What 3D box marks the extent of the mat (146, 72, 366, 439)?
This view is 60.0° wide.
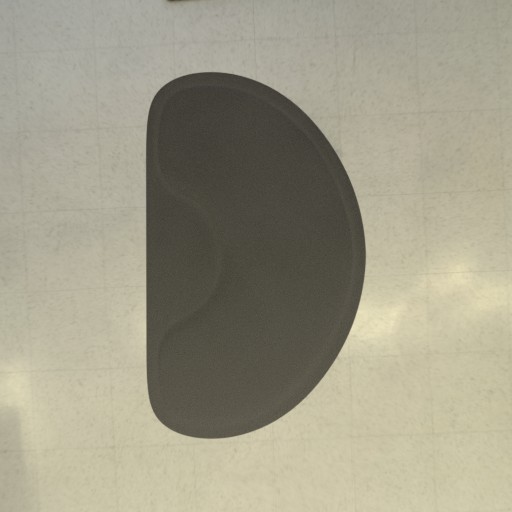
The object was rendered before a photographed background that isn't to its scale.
[{"bbox_3d":[0.000,0.000,1.842,0.913,0.013,1.524,0,90,0],"label":"mat"}]
